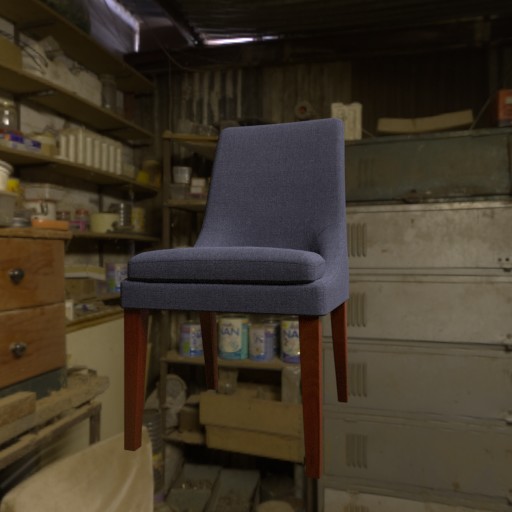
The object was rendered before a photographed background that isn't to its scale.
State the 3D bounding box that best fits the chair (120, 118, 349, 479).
[{"bbox_3d":[0.000,0.000,1.313,0.508,0.952,0.655,0,0,17],"label":"chair"}]
